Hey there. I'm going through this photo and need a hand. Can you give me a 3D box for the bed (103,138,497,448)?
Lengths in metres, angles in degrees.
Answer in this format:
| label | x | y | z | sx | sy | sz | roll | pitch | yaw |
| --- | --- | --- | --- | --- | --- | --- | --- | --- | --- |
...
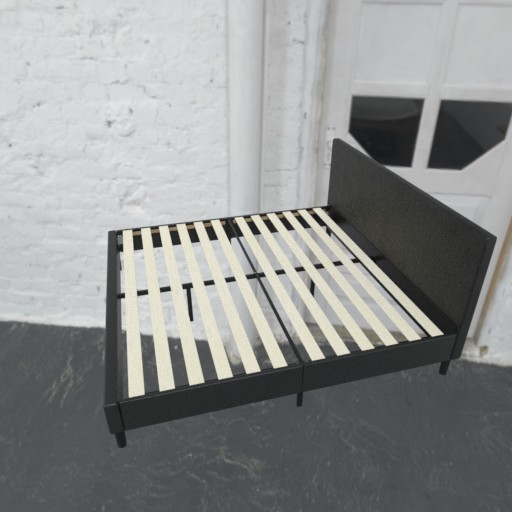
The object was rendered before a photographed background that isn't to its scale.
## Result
| label | x | y | z | sx | sy | sz | roll | pitch | yaw |
| --- | --- | --- | --- | --- | --- | --- | --- | --- | --- |
| bed | 0.000 | 0.000 | 3.240 | 2.152 | 1.046 | 2.018 | -8 | 31 | -13 |
